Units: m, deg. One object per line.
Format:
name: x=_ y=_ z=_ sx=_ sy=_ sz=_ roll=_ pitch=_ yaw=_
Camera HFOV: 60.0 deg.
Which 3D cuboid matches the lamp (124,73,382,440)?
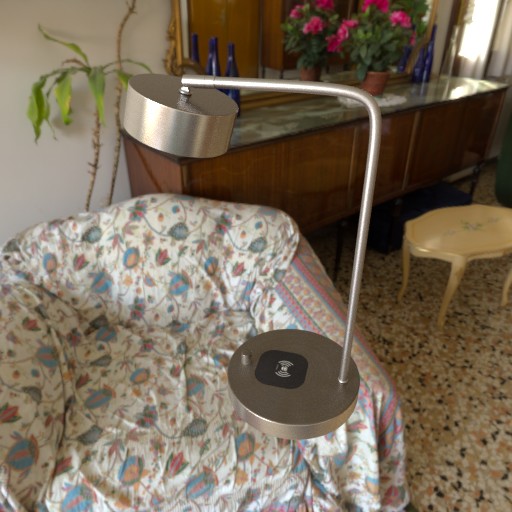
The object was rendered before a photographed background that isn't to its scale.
lamp: x=0.000 y=0.000 z=0.622 sx=0.334 sy=0.469 sz=0.211 roll=8 pitch=31 yaw=13
